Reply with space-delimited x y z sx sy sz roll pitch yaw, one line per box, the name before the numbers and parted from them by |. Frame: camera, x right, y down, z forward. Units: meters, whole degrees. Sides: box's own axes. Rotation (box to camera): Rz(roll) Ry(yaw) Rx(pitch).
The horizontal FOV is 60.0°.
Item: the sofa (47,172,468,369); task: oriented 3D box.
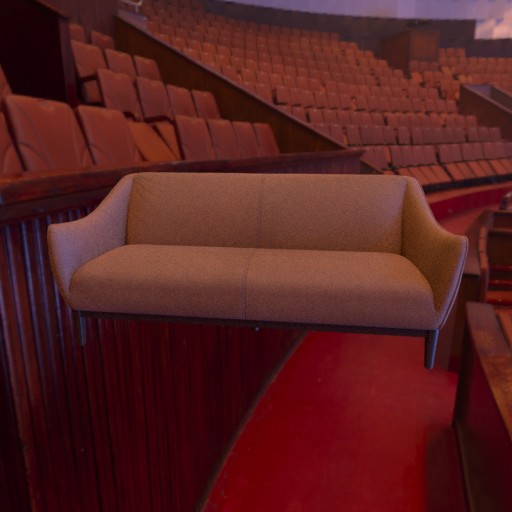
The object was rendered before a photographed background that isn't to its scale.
sofa | 0.000 0.000 2.415 1.928 0.830 0.869 2 15 8
